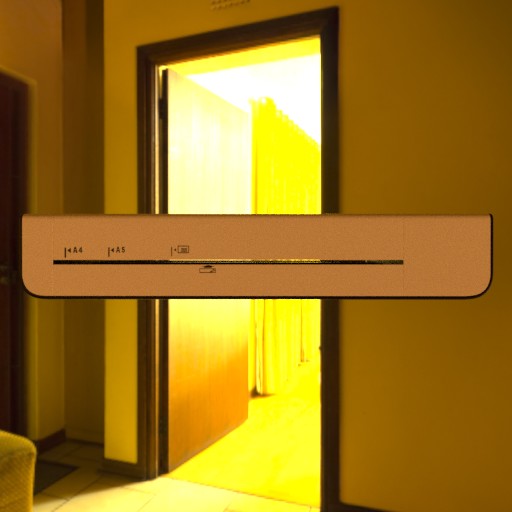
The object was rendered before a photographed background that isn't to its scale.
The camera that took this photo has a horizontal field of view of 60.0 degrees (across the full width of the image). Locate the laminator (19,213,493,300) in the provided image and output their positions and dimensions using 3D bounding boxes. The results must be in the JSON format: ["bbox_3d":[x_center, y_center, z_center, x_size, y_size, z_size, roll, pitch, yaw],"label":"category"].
[{"bbox_3d":[0.000,0.000,0.379,0.340,0.062,0.123,0,0,0],"label":"laminator"}]
